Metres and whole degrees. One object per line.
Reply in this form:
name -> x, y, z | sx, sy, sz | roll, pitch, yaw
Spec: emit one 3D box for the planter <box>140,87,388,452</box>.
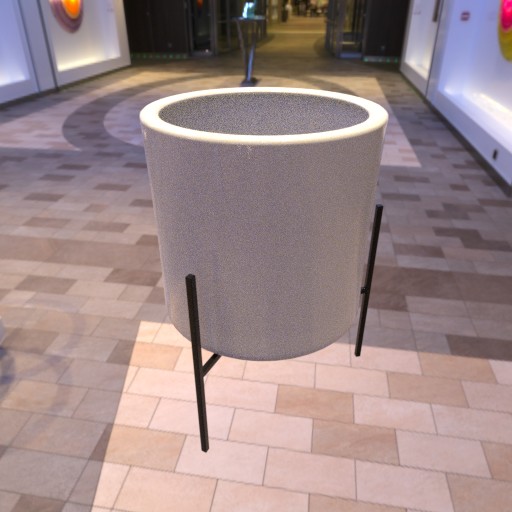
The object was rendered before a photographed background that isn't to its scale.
planter -> 0.000, 0.000, 0.728 | 0.360, 0.480, 0.361 | -21, 36, -32
